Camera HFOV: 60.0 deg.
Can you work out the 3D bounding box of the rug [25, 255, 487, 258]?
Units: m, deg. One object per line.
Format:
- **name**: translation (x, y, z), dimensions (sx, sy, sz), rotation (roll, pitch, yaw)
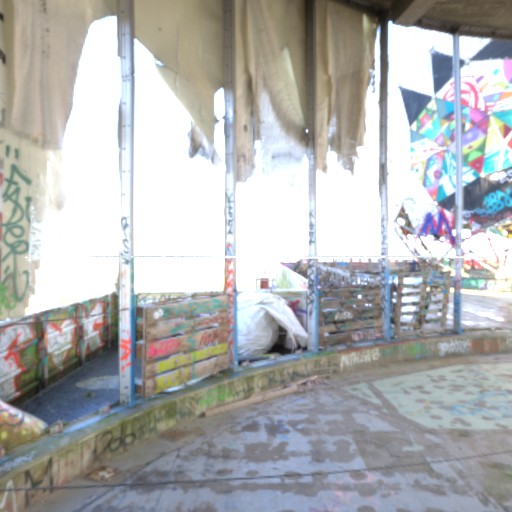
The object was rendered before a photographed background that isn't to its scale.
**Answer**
- **rug**: translation (0.000, 0.000, 2.796), dimensions (2.133, 0.013, 1.522), rotation (0, 0, 0)
